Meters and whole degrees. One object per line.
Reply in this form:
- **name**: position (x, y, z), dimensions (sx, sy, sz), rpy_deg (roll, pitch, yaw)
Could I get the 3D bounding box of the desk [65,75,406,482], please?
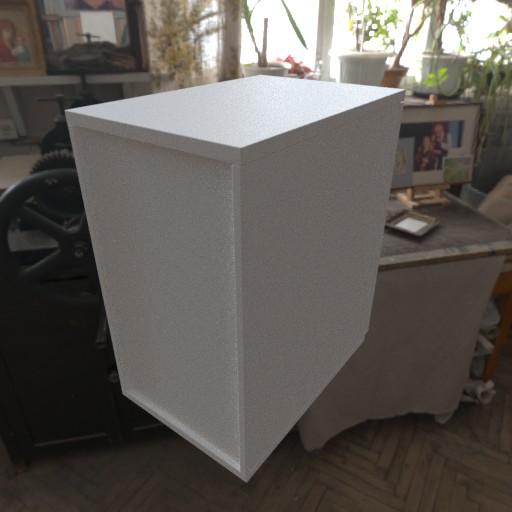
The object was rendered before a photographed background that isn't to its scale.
- **desk**: position (0.000, 0.000, 1.073), dimensions (0.404, 0.730, 0.600), rpy_deg (20, 35, 32)
